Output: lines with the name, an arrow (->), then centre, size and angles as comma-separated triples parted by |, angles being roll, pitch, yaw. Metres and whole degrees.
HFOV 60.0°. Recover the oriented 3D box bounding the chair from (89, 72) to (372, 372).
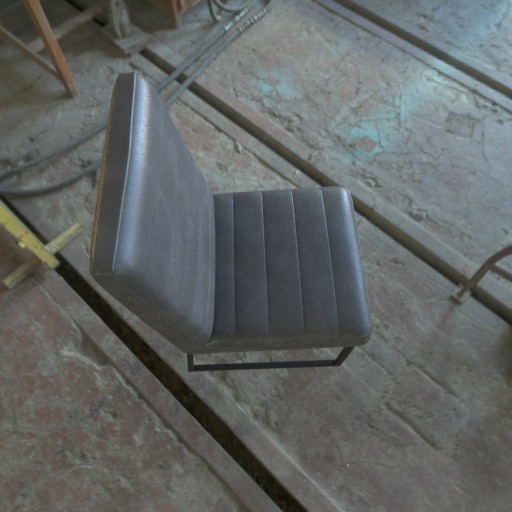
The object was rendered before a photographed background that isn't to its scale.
chair -> 0.000, 0.000, 1.300 | 0.634, 0.930, 0.520 | -2, 64, -1
